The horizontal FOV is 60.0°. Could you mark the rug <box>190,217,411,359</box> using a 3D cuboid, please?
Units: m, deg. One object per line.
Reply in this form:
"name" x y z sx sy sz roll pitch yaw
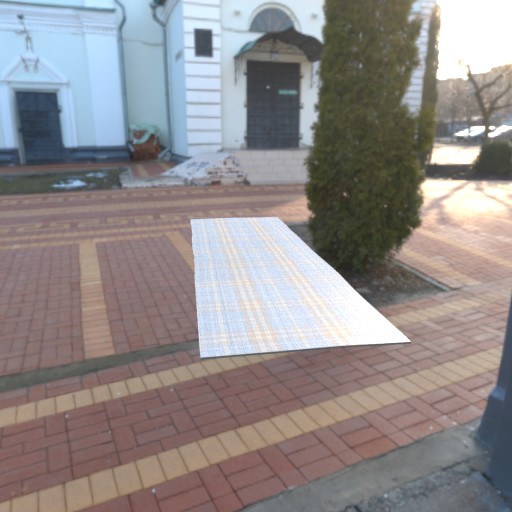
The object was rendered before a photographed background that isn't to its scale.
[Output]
"rug" 0.000 0.000 2.711 0.762 0.013 2.439 -2 16 -9
